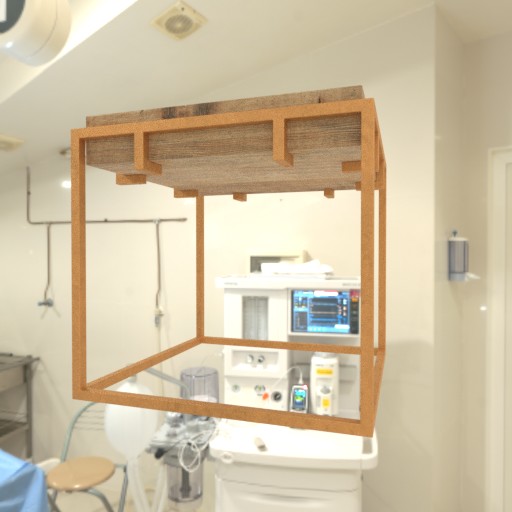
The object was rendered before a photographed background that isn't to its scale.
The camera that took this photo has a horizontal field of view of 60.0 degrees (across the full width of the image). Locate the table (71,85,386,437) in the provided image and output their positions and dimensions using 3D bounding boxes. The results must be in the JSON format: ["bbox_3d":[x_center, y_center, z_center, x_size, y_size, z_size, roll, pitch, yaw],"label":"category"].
[{"bbox_3d":[0.000,0.000,1.099,0.599,0.584,0.599,0,1,18],"label":"table"}]
